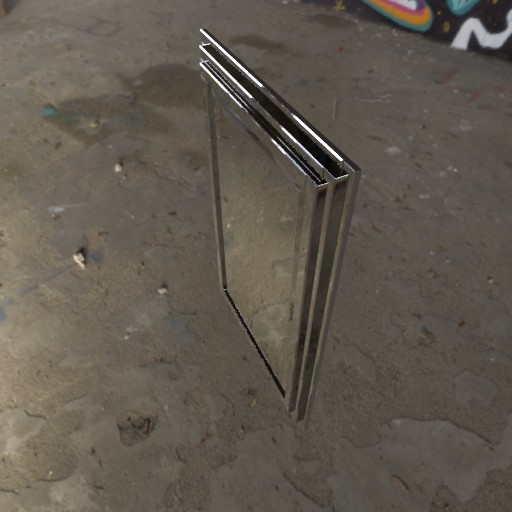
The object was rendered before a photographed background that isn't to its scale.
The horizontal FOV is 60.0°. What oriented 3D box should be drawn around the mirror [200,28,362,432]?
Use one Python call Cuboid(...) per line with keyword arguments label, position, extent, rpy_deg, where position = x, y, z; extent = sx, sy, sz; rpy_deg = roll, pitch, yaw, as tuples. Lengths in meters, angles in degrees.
Cuboid(label="mirror", position=(0.000, 0.000, 1.147), extent=(0.039, 0.914, 0.613), rpy_deg=(-19, 49, -18))
